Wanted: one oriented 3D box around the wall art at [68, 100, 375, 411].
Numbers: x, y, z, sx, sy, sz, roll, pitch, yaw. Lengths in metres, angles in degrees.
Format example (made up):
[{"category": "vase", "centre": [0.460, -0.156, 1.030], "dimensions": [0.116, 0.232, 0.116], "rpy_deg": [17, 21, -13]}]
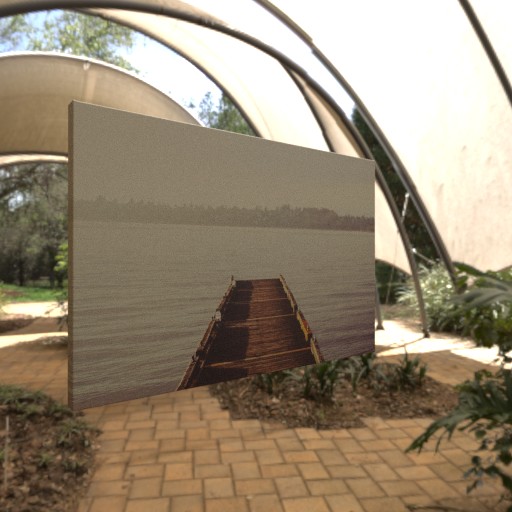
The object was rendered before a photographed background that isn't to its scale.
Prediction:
[{"category": "wall art", "centre": [0.000, 0.000, 1.150], "dimensions": [0.916, 0.609, 0.037], "rpy_deg": [0, 0, -37]}]
